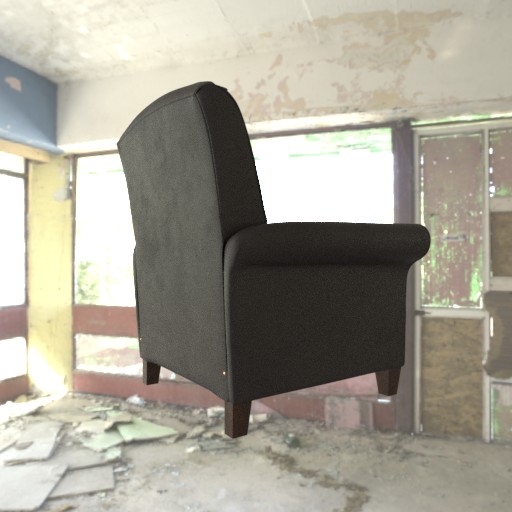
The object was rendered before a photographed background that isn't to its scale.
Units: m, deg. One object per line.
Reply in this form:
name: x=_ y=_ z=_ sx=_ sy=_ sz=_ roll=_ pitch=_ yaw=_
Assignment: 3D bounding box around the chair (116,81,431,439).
chair: x=0.000 y=0.000 z=1.760 sx=0.902 sy=1.061 sz=0.978 roll=0 pitch=-1 yaw=-35
